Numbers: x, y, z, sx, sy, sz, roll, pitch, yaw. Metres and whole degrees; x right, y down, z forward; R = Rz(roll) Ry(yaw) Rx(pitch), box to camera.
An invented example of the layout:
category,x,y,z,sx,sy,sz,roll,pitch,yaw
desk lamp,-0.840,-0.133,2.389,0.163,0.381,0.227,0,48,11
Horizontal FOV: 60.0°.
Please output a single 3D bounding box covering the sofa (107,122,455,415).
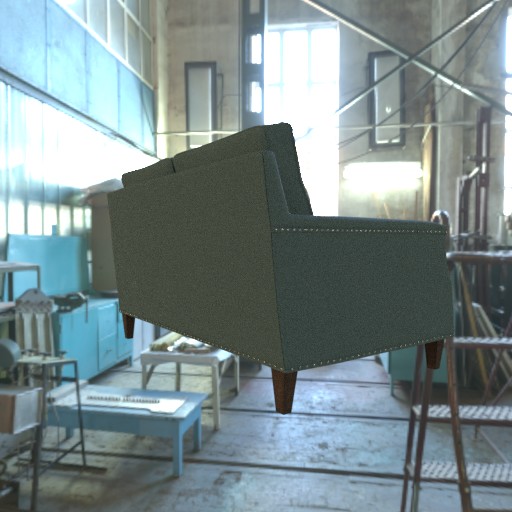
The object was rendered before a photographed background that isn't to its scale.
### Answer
category,x,y,z,sx,sy,sz,roll,pitch,yaw
sofa,0.000,0.000,2.296,1.084,1.003,1.597,-1,2,-36
